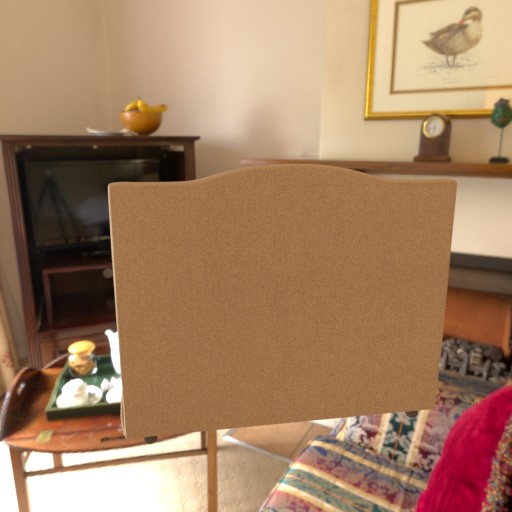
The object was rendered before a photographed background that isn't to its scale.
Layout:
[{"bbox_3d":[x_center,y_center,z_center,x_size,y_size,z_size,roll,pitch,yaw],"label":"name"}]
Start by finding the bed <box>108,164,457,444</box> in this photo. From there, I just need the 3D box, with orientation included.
[{"bbox_3d":[0.000,0.000,3.329,1.821,1.436,2.282,-2,14,-9],"label":"bed"}]
